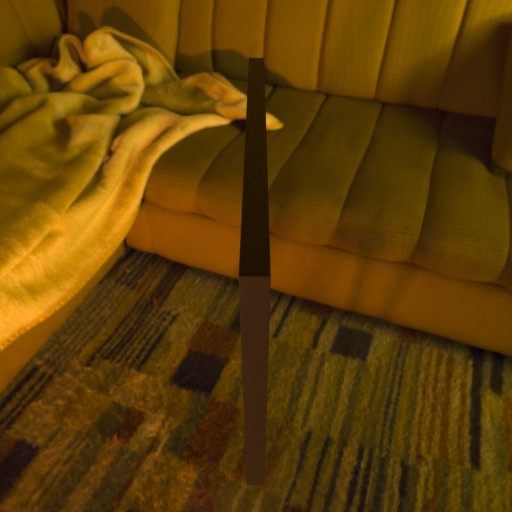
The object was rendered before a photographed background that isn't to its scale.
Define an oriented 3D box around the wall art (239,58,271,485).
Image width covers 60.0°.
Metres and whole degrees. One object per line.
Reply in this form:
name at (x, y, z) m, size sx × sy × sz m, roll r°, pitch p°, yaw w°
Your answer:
wall art at (0.000, 0.000, 0.747) m, size 0.028 × 0.460 × 0.561 m, roll 0°, pitch 42°, yaw 0°
